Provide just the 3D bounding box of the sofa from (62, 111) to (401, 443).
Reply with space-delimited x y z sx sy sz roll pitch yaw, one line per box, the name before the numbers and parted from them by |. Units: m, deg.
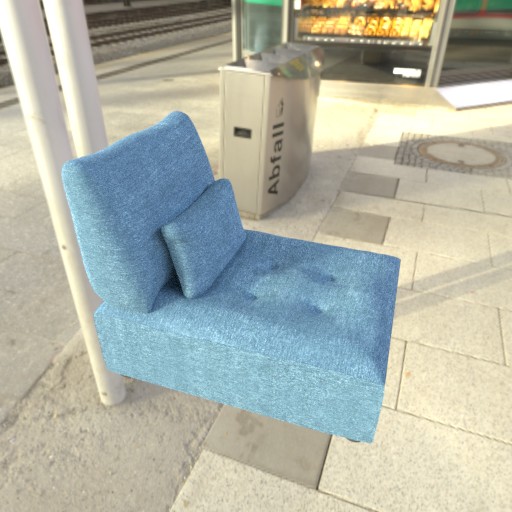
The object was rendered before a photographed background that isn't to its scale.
sofa | 0.000 0.000 1.580 1.000 0.820 0.700 10 34 16
